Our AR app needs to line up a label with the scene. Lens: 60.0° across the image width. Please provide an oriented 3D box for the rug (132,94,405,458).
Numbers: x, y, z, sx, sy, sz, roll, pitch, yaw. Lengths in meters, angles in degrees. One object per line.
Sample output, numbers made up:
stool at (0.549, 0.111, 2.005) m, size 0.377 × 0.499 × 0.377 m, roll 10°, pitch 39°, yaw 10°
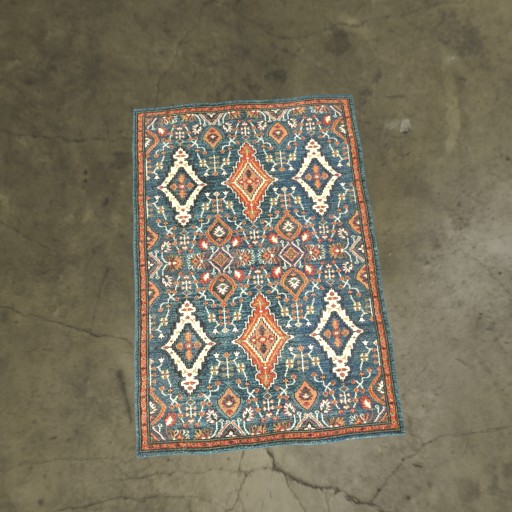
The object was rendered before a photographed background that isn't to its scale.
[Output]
rug at (0.000, 0.000, 2.938) m, size 1.622 × 0.009 × 2.373 m, roll -4°, pitch 75°, yaw -1°
